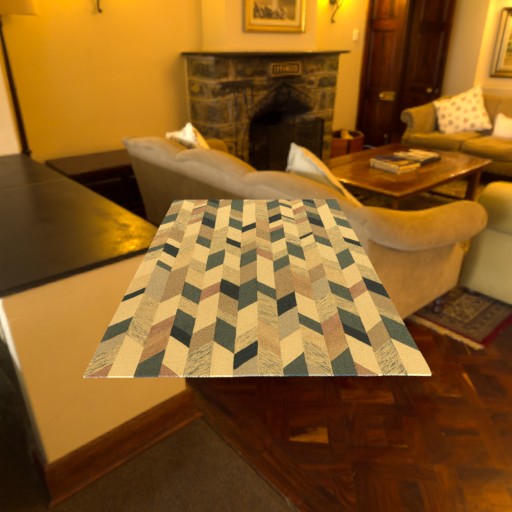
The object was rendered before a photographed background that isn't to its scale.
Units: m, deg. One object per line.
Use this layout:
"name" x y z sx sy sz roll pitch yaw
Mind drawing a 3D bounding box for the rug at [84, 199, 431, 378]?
"rug" 0.000 0.000 3.007 1.513 0.008 2.423 0 25 0
